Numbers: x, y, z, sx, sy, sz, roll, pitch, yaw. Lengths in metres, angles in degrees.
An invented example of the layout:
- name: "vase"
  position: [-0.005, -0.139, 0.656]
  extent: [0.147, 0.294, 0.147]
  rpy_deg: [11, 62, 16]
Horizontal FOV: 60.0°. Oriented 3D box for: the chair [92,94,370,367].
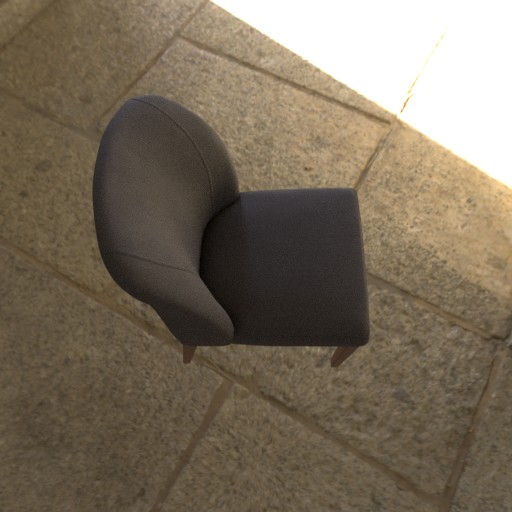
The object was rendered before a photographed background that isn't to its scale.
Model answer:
- name: "chair"
  position: [0.000, 0.000, 1.250]
  extent: [0.619, 0.879, 0.506]
  rpy_deg: [1, 65, 0]
